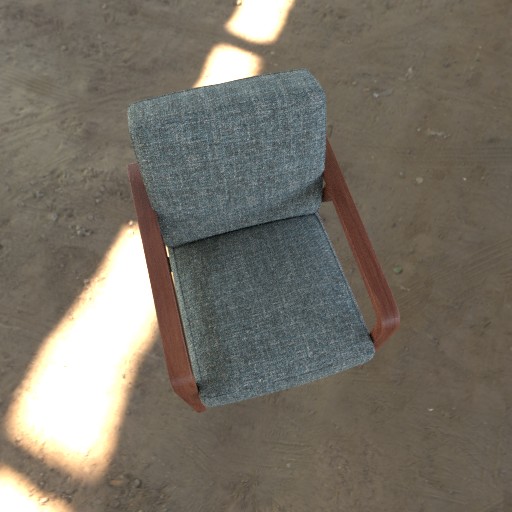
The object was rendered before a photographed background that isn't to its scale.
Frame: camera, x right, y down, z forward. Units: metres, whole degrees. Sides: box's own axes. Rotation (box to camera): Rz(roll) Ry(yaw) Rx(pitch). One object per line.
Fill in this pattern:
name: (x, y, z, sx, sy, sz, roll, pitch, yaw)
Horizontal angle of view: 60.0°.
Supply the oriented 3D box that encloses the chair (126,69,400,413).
chair: (0.000, 0.000, 1.552, 0.719, 0.864, 0.889, -14, 64, -7)
